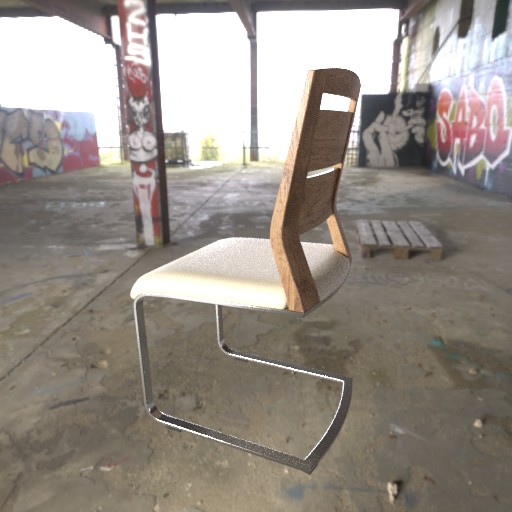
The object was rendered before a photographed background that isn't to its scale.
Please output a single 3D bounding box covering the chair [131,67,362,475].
[{"bbox_3d":[0.000,0.000,1.256,0.561,0.955,0.457,8,18,24],"label":"chair"}]
